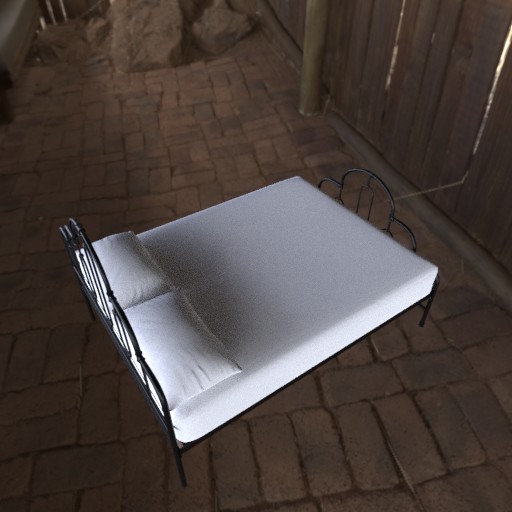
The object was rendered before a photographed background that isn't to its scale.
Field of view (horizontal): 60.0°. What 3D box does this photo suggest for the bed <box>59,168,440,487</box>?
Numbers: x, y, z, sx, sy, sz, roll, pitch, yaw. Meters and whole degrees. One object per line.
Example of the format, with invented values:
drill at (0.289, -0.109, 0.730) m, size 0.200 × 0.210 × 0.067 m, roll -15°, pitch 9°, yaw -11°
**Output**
bed at (0.000, 0.000, 3.142) m, size 2.181 × 1.444 × 1.626 m, roll -24°, pitch 46°, yaw -26°
